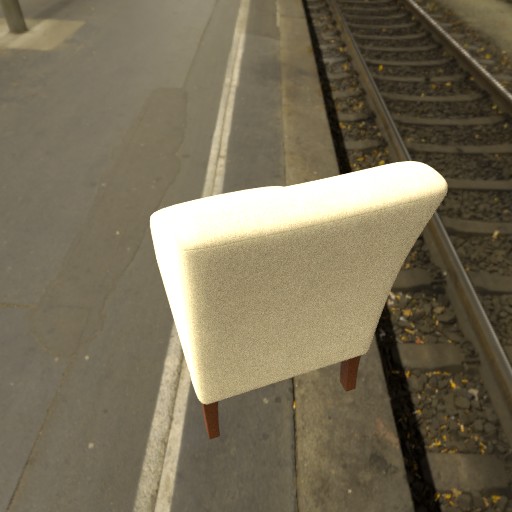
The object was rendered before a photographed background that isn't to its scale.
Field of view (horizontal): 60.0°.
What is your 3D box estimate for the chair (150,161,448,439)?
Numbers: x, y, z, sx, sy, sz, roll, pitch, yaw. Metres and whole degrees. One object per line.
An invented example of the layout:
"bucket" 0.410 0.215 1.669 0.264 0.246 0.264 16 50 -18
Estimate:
"chair" 0.000 0.000 1.284 0.521 0.833 0.754 -13 43 -15
